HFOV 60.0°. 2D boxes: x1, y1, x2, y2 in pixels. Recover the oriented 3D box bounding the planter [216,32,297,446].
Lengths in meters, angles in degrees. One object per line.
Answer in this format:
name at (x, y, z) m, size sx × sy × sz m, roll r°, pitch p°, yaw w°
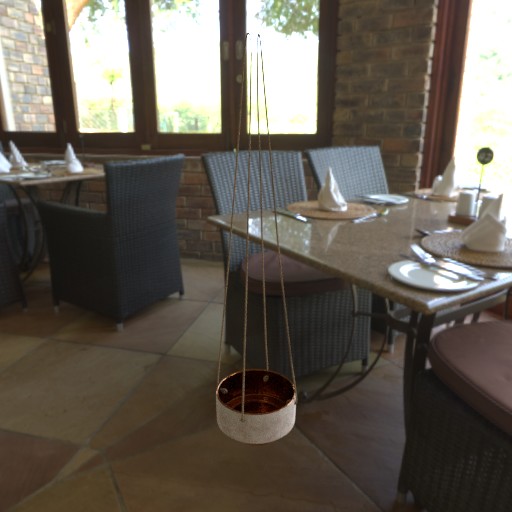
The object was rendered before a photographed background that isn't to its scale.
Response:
planter at (0.000, 0.000, 1.127) m, size 0.223 × 1.030 × 0.223 m, roll -8°, pitch 18°, yaw -26°
